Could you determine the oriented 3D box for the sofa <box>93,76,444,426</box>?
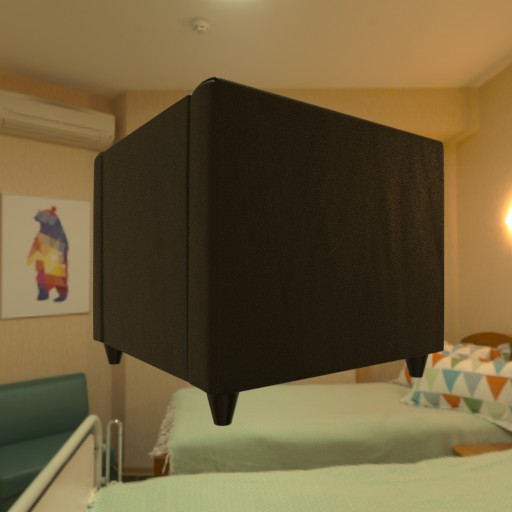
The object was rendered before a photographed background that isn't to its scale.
[{"bbox_3d":[0.000,0.000,1.424,0.809,0.724,0.839,1,-2,-36],"label":"sofa"}]
